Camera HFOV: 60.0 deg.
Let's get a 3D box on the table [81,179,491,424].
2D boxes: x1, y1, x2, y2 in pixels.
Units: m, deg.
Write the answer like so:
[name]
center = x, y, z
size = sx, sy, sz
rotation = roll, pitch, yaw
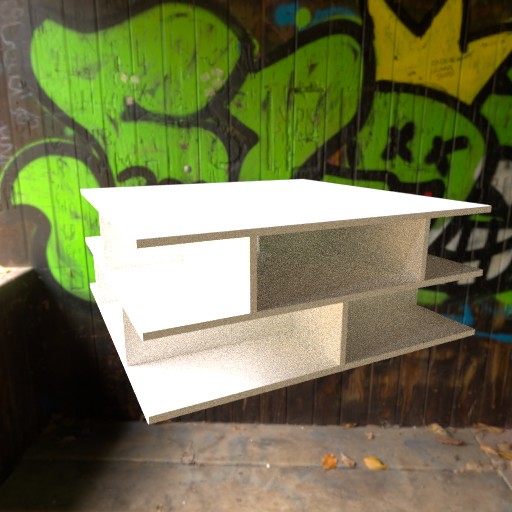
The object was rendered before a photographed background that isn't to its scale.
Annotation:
[table]
center = 0.000, 0.000, 1.071
size = 0.700, 0.289, 0.700
rotation = -7, 16, -26
